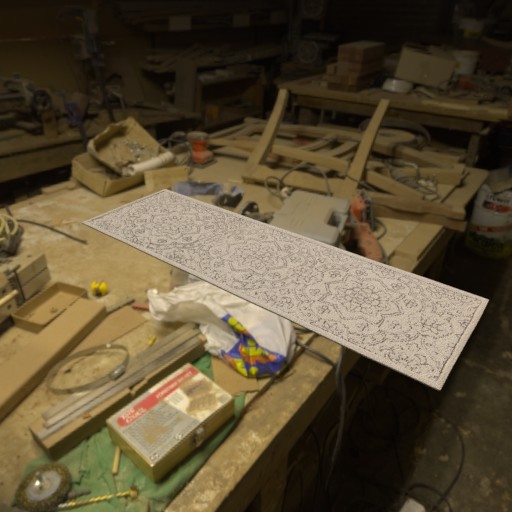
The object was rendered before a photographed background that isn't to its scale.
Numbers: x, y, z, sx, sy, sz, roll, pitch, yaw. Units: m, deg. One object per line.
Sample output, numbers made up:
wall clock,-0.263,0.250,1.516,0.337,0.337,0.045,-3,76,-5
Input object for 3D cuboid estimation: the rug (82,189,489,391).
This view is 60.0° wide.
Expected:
rug,0.000,0.000,2.662,2.448,0.012,0.769,22,37,32
